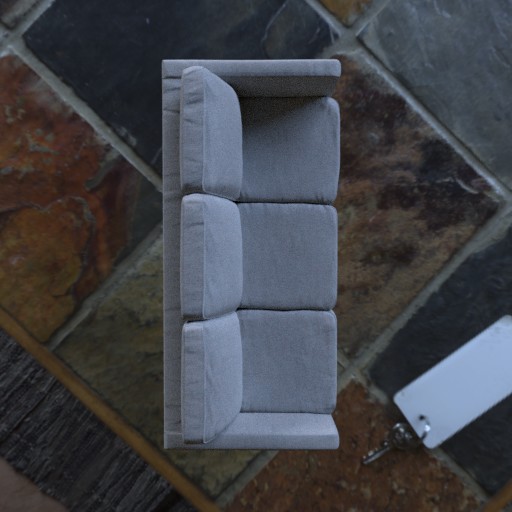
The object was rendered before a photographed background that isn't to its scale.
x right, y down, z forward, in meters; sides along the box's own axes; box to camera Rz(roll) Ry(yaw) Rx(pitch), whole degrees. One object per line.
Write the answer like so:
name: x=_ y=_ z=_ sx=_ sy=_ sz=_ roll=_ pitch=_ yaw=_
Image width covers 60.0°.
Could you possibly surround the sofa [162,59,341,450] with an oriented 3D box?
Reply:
sofa: x=0.000 y=0.000 z=2.490 sx=0.944 sy=0.918 sz=1.983 roll=0 pitch=92 yaw=1
